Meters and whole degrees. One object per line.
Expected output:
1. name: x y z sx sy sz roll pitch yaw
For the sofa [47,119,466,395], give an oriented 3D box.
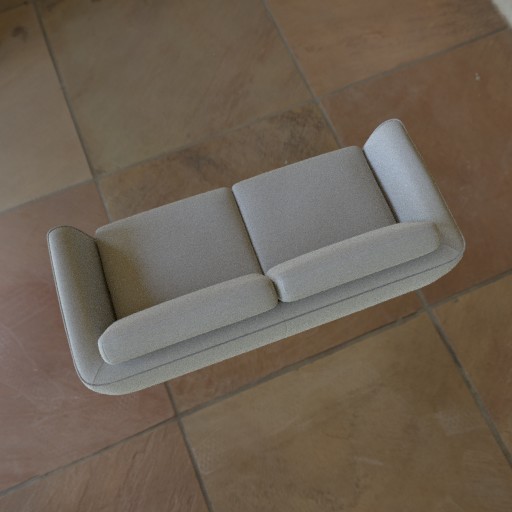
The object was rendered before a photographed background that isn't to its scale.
1. sofa: 0.000 0.000 2.409 2.000 0.850 0.920 -19 74 -6
